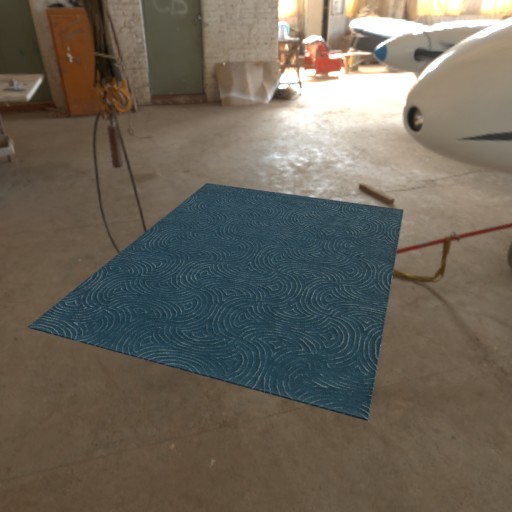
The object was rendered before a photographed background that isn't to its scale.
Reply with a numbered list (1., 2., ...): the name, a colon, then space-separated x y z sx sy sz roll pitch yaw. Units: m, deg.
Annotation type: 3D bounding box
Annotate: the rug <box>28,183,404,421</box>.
1. rug: 0.000 0.000 4.088 2.432 0.012 3.033 10 32 17
